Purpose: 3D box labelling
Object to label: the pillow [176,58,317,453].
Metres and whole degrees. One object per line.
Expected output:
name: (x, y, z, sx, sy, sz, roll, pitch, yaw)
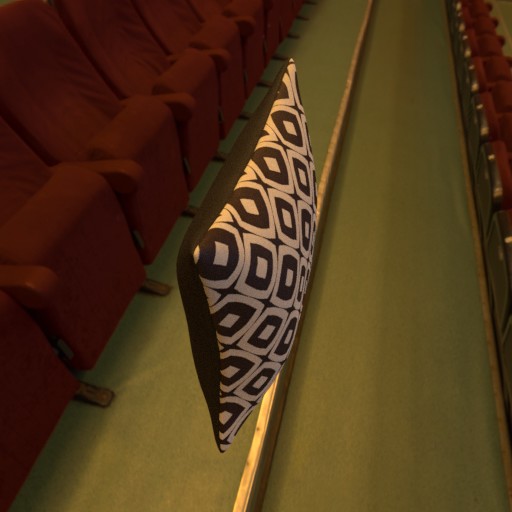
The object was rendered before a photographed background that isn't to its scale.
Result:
pillow: (0.000, 0.000, 0.777, 0.188, 0.494, 0.504, 10, 46, 10)
